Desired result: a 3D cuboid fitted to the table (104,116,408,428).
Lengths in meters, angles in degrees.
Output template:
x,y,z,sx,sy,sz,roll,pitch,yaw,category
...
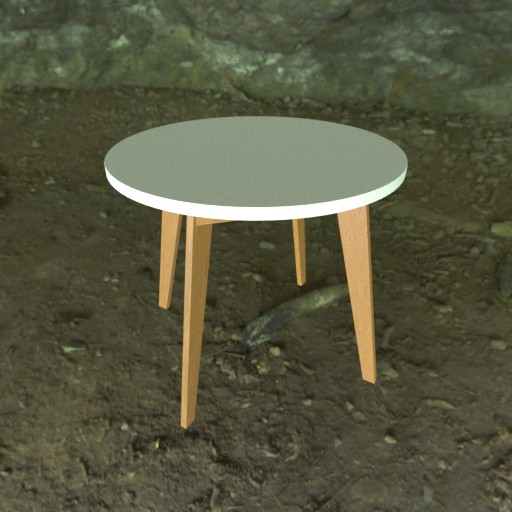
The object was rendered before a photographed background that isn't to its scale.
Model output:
x,y,z,sx,sy,sz,roll,pitch,yaw,category
0.000,0.000,1.555,0.896,0.762,0.896,0,30,0,table
